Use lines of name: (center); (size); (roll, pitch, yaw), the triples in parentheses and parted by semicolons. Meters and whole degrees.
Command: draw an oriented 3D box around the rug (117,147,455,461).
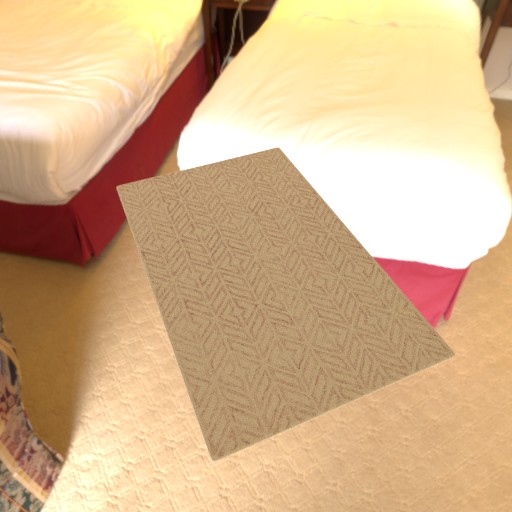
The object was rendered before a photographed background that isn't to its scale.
rug: (0.000, 0.000, 3.178); (1.523, 0.008, 2.438); (-17, 49, -16)
